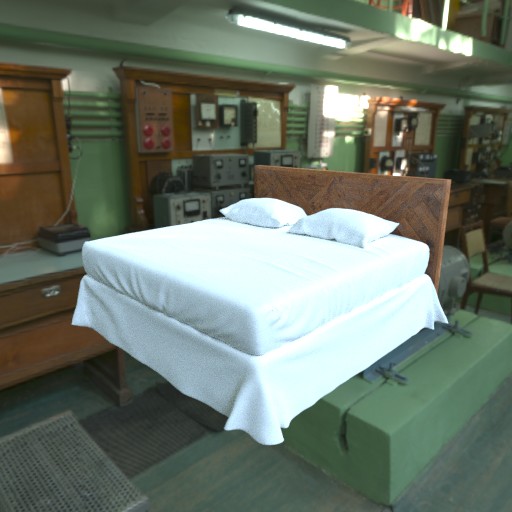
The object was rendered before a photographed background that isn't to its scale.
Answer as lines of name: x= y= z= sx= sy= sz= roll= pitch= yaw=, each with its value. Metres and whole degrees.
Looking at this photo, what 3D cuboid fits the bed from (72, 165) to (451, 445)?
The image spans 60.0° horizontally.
bed: x=0.000 y=0.000 z=3.424 sx=2.255 sy=1.158 sz=2.165 roll=15 pitch=22 yaw=43
